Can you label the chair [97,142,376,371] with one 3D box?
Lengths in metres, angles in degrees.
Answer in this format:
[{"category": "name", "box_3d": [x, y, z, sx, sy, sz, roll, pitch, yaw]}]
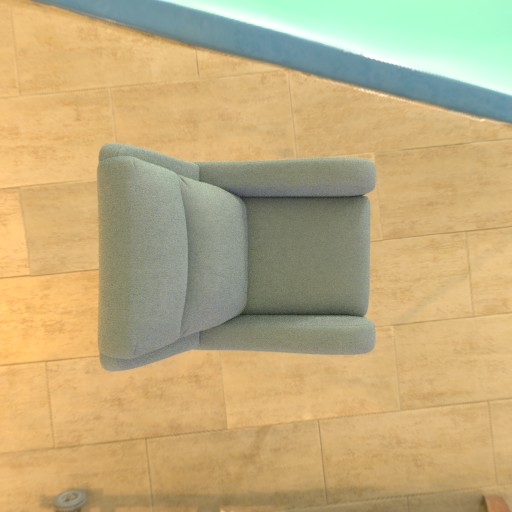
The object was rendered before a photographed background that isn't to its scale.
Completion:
[{"category": "chair", "box_3d": [0.000, 0.000, 1.801, 0.988, 1.067, 0.785, 0, 91, -1]}]
